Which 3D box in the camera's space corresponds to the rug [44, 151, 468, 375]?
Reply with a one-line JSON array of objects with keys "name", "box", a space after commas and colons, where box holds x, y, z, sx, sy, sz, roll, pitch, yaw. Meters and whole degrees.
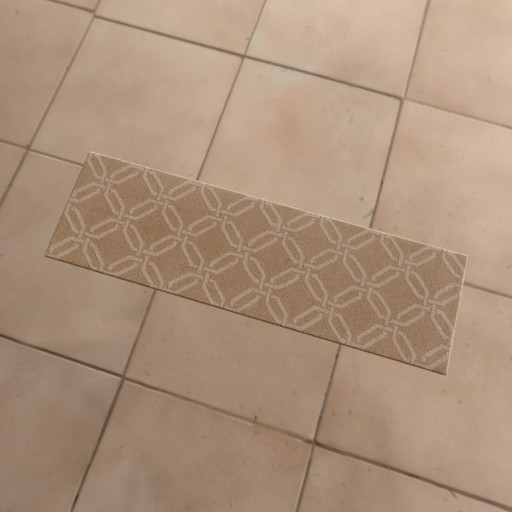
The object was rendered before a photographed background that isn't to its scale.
[{"name": "rug", "box": [0.000, 0.000, 2.481, 2.276, 0.014, 0.678, 16, 76, 4]}]
